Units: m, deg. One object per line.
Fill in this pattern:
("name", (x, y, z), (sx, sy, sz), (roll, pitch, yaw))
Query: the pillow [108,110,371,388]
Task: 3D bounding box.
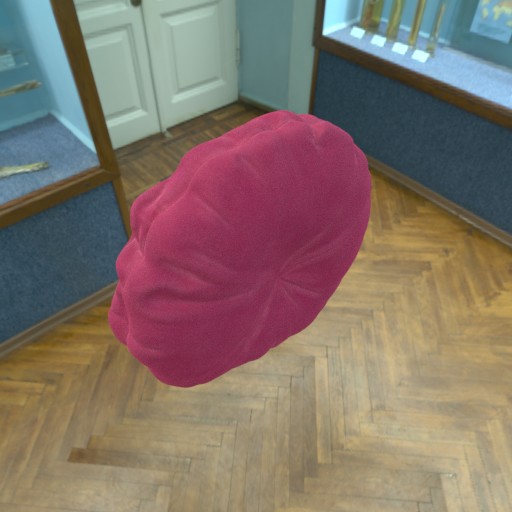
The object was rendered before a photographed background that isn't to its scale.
("pillow", (0.000, 0.000, 0.631), (0.428, 0.407, 0.148), (-30, 53, -26))
